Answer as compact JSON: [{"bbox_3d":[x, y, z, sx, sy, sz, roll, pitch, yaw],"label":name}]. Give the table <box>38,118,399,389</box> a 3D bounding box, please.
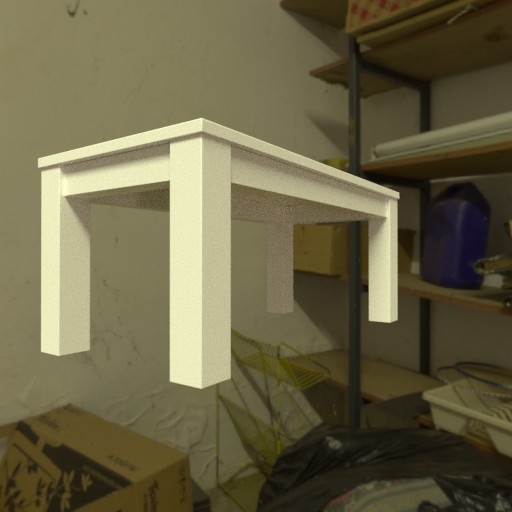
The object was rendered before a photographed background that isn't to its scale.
[{"bbox_3d":[0.000,0.000,2.276,0.900,0.790,1.800,0,0,36],"label":"table"}]
